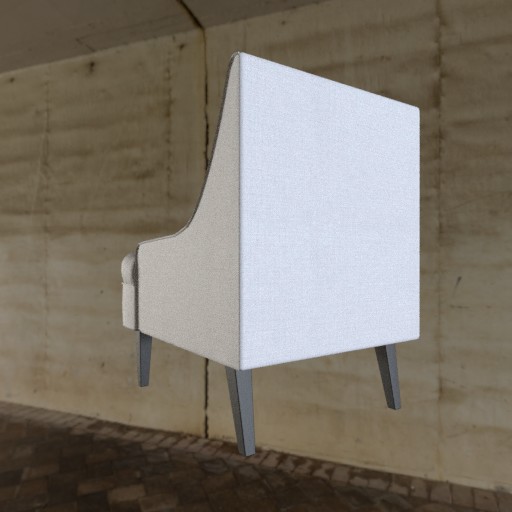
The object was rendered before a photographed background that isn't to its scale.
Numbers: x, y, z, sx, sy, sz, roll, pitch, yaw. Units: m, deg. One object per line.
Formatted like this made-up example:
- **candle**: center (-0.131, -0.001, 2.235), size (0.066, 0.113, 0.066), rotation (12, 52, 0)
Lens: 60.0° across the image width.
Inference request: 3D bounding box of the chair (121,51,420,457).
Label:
- **chair**: center (0.000, 0.000, 1.424), size (0.658, 0.891, 0.772), rotation (0, 0, -35)
